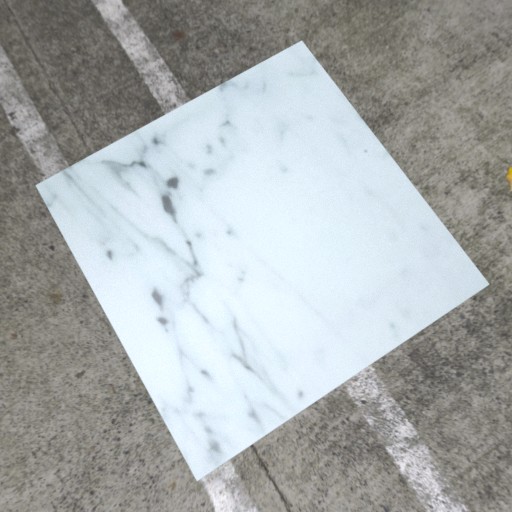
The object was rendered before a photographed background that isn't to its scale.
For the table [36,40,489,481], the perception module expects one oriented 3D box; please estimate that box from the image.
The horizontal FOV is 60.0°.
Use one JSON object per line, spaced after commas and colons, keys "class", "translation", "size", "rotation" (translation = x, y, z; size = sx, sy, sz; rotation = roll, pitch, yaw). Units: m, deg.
{"class": "table", "translation": [0.000, 0.000, 1.294], "size": [0.800, 0.450, 0.800], "rotation": [-31, 78, -8]}
